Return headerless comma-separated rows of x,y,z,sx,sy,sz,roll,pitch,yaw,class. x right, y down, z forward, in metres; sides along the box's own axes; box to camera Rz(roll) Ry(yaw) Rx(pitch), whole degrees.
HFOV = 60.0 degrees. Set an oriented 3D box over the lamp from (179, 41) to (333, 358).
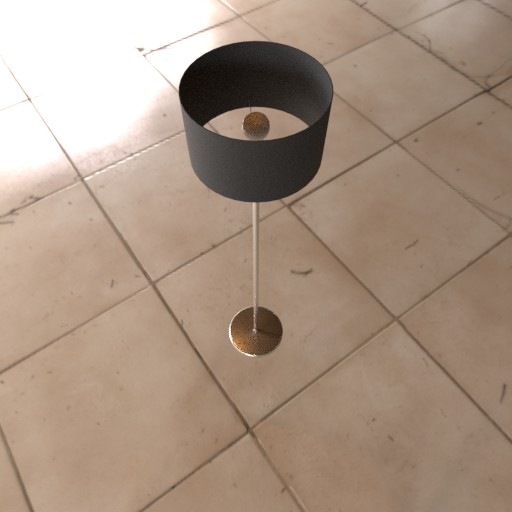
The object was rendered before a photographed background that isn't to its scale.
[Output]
0.000,0.000,1.610,0.348,1.443,0.348,-32,63,-18,lamp
